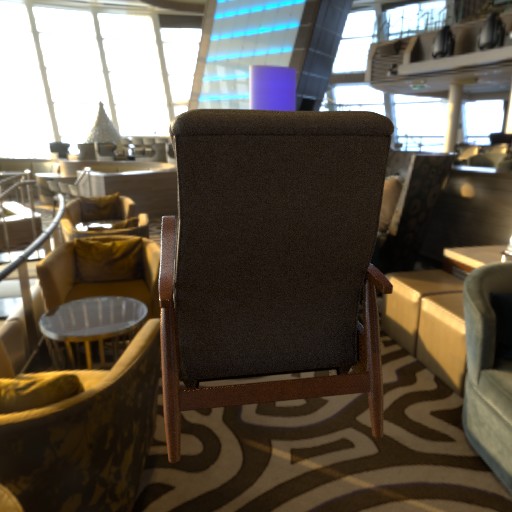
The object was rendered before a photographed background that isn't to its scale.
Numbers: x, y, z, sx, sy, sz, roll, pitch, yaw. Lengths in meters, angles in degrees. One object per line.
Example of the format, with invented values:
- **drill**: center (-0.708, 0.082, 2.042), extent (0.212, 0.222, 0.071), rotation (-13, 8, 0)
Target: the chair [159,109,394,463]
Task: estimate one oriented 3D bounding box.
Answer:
- **chair**: center (0.000, 0.000, 1.800), extent (0.762, 1.081, 1.014), rotation (-3, 15, -10)
